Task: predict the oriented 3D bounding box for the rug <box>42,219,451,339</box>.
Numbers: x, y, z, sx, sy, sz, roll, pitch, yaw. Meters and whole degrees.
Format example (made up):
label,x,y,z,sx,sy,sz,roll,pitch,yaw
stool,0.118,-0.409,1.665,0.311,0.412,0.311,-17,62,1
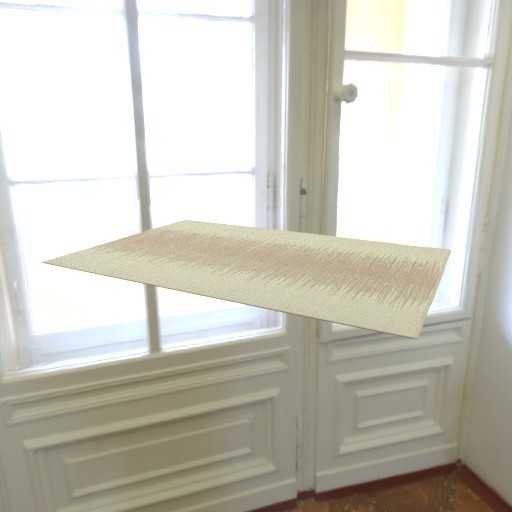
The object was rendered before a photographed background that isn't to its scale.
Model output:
label,x,y,z,sx,sy,sz,roll,pitch,yaw
rug,0.000,0.000,2.390,1.850,0.006,1.234,8,18,26
